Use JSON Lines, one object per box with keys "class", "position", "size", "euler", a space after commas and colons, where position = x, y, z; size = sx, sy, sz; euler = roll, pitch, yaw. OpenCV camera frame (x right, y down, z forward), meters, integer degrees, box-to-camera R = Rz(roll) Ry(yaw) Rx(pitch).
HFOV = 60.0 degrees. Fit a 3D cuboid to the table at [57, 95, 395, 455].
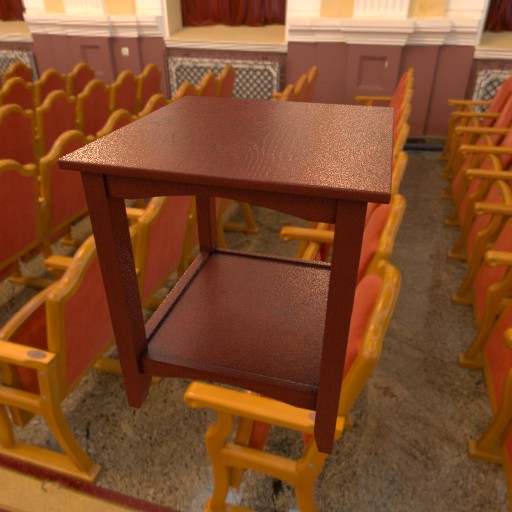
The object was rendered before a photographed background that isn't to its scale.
{"class": "table", "position": [0.000, 0.000, 0.978], "size": [0.522, 0.558, 0.523], "euler": [9, 32, 15]}
